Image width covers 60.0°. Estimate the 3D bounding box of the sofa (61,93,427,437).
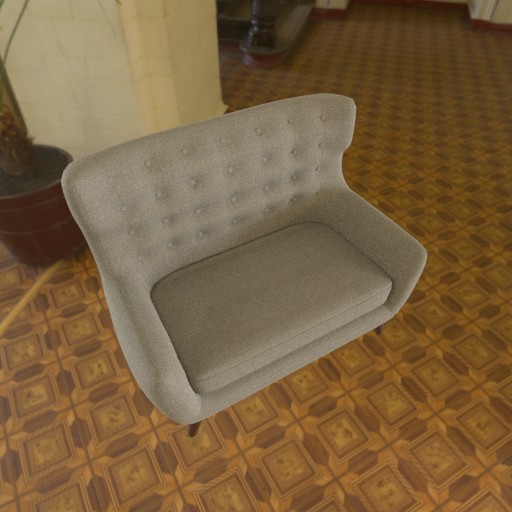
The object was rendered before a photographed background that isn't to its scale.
[{"bbox_3d":[0.000,0.000,2.042,1.386,1.028,0.884,-22,48,-21],"label":"sofa"}]
